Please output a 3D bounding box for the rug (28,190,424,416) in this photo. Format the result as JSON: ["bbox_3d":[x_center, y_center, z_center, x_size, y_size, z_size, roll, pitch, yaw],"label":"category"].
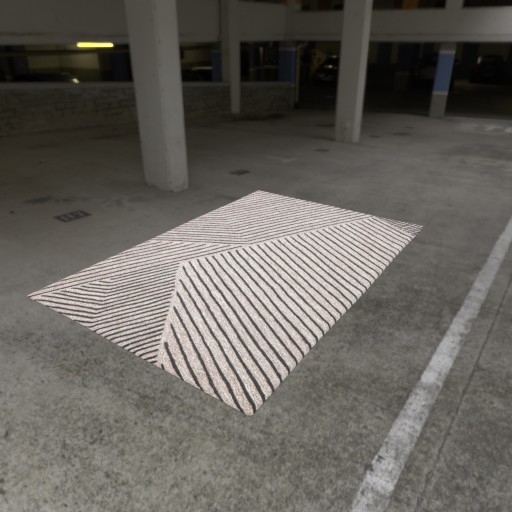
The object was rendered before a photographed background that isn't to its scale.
[{"bbox_3d":[0.000,0.000,2.352,1.237,0.019,1.842,17,31,31],"label":"rug"}]
